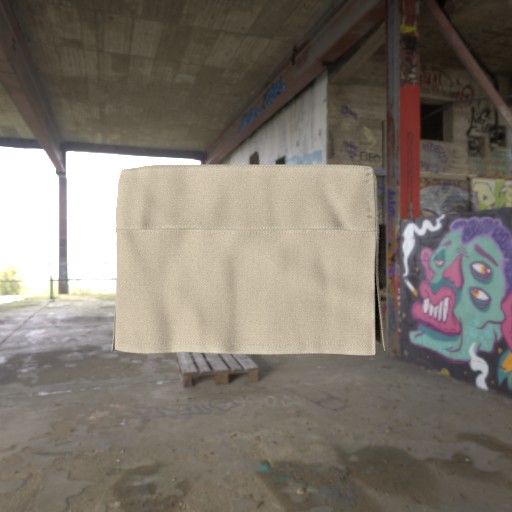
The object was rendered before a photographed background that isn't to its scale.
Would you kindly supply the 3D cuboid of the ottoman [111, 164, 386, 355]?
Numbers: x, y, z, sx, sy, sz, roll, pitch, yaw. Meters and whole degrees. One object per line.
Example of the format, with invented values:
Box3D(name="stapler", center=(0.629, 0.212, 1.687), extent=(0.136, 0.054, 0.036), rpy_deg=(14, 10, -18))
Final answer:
Box3D(name="ottoman", center=(0.000, 0.000, 1.708), extent=(0.665, 0.457, 1.388), rpy_deg=(0, 0, 2))
